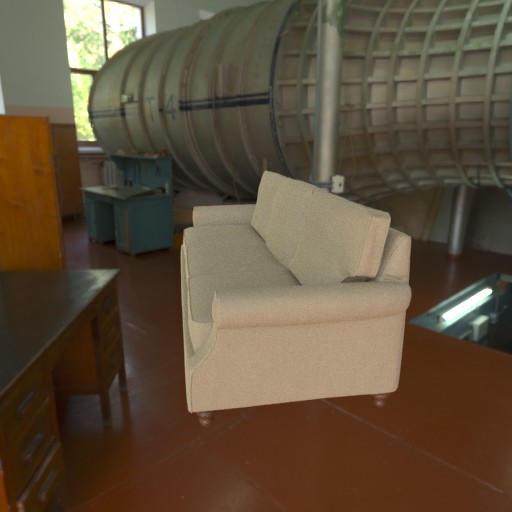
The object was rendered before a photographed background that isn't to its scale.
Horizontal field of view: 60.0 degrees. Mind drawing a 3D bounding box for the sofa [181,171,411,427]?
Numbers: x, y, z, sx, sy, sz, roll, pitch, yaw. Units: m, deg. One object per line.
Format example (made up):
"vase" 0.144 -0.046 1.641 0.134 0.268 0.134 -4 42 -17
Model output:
"sofa" 0.000 0.000 2.855 0.966 0.948 2.354 -3 15 -10
